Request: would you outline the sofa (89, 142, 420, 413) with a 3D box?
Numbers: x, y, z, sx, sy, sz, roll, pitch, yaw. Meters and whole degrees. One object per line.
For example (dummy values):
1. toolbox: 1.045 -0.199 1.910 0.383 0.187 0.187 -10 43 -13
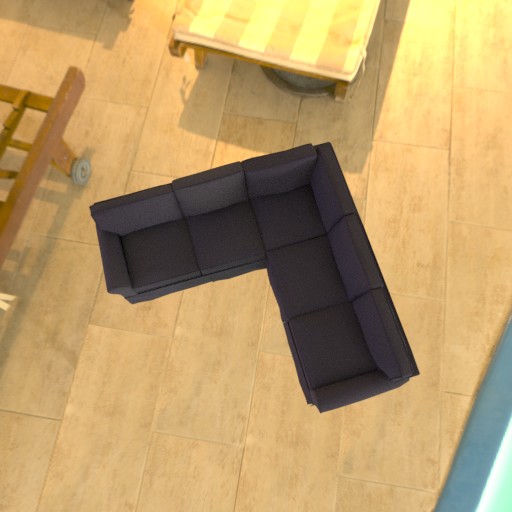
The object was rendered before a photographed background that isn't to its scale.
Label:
1. sofa: 0.000 0.000 4.972 3.773 1.169 2.874 14 73 4
